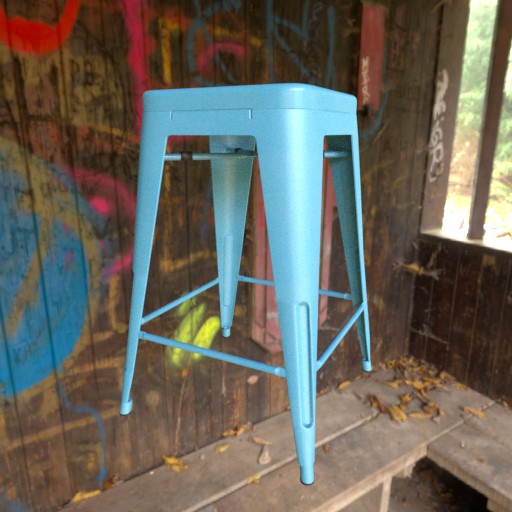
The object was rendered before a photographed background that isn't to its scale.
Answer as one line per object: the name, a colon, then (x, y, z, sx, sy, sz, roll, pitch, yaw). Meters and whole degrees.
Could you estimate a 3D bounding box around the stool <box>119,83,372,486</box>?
stool: (0.000, 0.000, 0.882, 0.410, 0.608, 0.410, 8, 18, 26)
